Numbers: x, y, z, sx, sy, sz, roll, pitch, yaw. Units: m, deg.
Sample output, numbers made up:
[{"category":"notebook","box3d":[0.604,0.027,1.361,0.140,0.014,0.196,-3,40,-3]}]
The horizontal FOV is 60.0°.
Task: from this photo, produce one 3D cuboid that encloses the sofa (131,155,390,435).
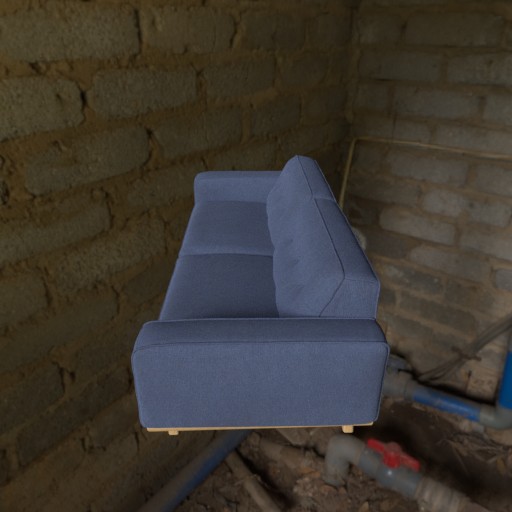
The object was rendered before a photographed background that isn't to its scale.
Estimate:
[{"category":"sofa","box3d":[0.000,0.000,2.662,0.953,0.782,2.270,0,27,-1]}]
